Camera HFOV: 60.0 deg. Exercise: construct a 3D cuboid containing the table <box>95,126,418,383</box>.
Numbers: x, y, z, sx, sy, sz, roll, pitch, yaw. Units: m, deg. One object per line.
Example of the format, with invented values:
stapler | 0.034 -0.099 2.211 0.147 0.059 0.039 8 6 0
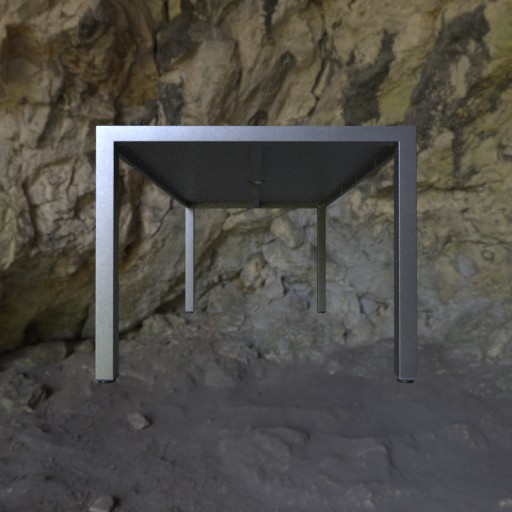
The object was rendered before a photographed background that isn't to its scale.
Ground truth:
table | 0.000 0.000 2.097 0.914 0.735 1.680 0 0 0
